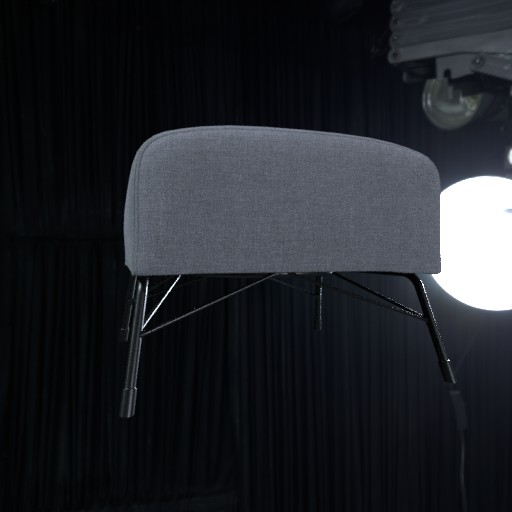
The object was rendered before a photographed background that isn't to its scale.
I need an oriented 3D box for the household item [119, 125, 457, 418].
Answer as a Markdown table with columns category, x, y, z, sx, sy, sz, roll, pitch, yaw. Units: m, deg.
| category | x | y | z | sx | sy | sz | roll | pitch | yaw |
| --- | --- | --- | --- | --- | --- | --- | --- | --- | --- |
| household item | 0.000 | 0.000 | 0.895 | 0.530 | 0.410 | 0.530 | 0 | 1 | -17 |
